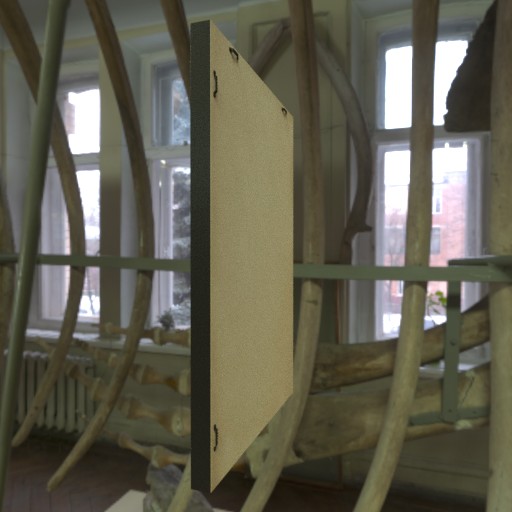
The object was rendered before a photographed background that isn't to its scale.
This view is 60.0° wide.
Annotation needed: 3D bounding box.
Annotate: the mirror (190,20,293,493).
[{"bbox_3d":[0.000,0.000,0.909,0.039,0.710,0.507,0,1,19],"label":"mirror"}]
